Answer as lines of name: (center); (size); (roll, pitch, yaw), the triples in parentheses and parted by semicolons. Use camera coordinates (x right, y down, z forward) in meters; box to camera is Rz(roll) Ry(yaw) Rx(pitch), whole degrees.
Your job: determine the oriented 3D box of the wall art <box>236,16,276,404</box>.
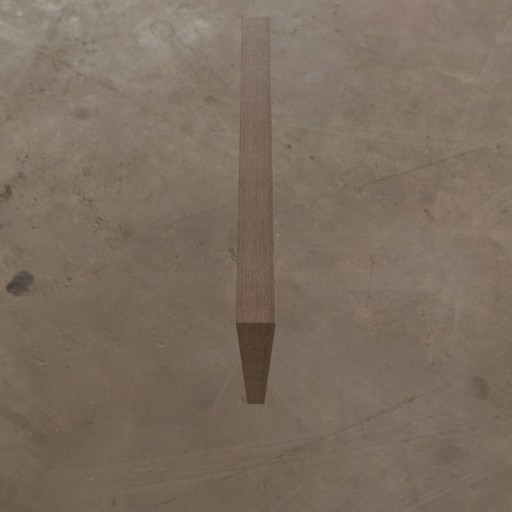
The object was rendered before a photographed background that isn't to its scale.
wall art: (0.000, 0.000, 0.651); (0.031, 0.509, 0.356); (0, 65, 0)
